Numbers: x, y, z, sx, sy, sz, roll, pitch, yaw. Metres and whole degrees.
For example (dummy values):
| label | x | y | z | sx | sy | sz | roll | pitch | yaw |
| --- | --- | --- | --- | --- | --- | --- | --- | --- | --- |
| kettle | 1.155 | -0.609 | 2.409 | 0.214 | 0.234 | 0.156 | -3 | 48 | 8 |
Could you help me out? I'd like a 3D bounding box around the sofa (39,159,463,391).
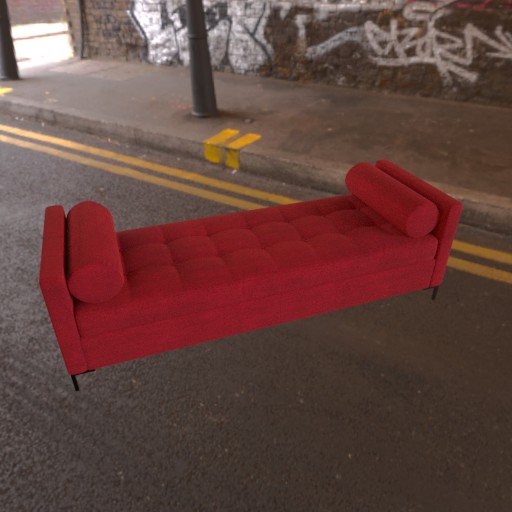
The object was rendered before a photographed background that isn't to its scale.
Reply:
| label | x | y | z | sx | sy | sz | roll | pitch | yaw |
| --- | --- | --- | --- | --- | --- | --- | --- | --- | --- |
| sofa | 0.000 | 0.000 | 2.369 | 1.981 | 0.635 | 0.686 | -11 | 34 | -17 |
